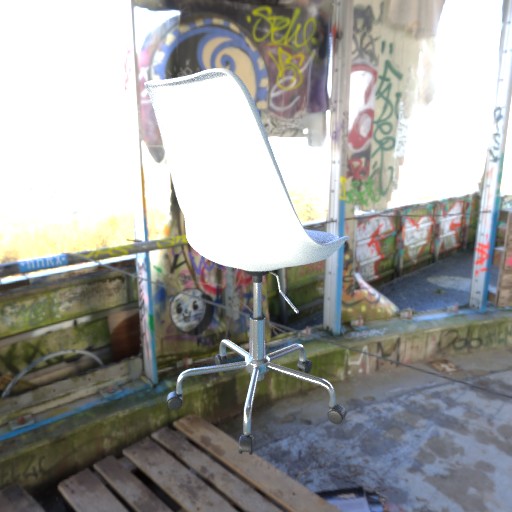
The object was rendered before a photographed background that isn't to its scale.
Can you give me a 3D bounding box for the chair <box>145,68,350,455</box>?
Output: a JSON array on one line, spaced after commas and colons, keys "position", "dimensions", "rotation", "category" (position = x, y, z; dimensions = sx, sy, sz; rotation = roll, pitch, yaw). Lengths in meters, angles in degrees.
[{"position": [0.000, 0.000, 1.287], "dimensions": [0.550, 0.930, 0.550], "rotation": [13, 18, 43], "category": "chair"}]
